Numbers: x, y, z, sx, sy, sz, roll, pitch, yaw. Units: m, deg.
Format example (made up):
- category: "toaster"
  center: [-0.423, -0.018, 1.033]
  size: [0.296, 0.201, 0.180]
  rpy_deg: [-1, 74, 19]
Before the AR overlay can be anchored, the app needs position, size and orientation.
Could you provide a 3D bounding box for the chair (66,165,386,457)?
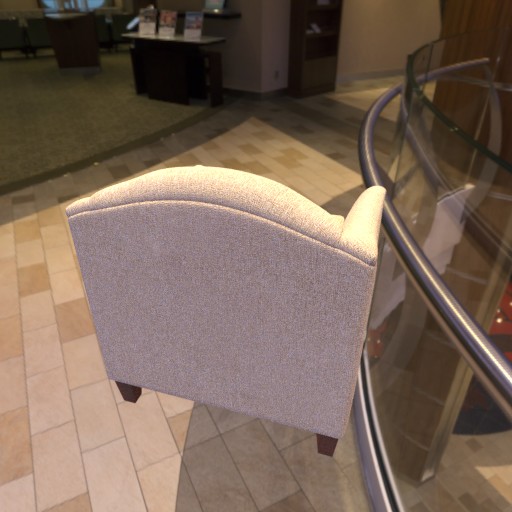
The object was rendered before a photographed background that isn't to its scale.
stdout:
- category: "chair"
  center: [0.000, 0.000, 1.462]
  size: [0.763, 0.839, 0.787]
  rpy_deg: [9, 33, 14]
